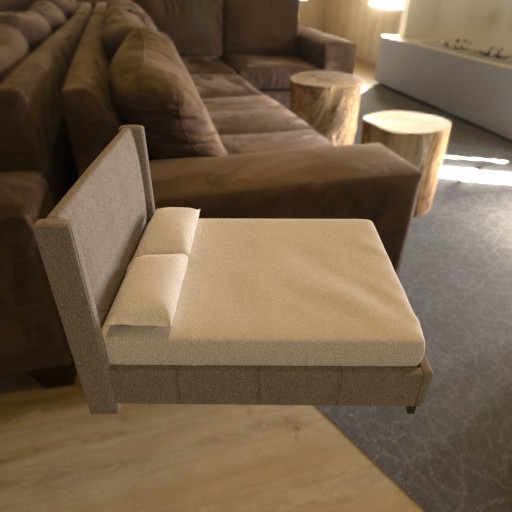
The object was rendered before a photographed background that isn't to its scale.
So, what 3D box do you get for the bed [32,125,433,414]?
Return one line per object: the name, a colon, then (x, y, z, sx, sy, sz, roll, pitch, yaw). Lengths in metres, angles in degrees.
bed: (0.000, 0.000, 3.318, 2.245, 1.476, 1.714, 0, 33, 0)
